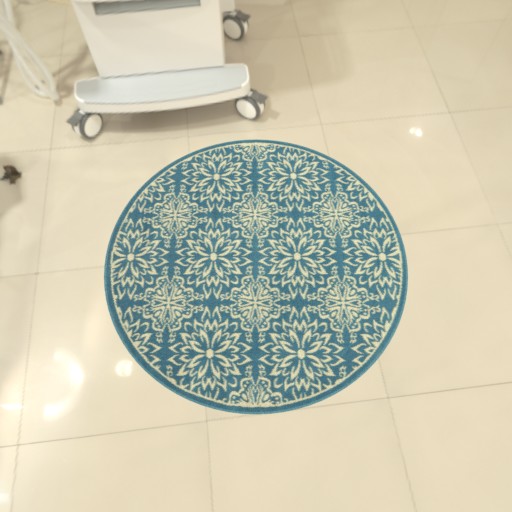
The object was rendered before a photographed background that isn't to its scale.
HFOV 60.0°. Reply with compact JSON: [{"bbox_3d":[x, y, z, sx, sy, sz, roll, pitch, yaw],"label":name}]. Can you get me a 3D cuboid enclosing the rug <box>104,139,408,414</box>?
[{"bbox_3d":[0.000,0.000,2.349,1.593,0.012,1.593,0,63,0],"label":"rug"}]
